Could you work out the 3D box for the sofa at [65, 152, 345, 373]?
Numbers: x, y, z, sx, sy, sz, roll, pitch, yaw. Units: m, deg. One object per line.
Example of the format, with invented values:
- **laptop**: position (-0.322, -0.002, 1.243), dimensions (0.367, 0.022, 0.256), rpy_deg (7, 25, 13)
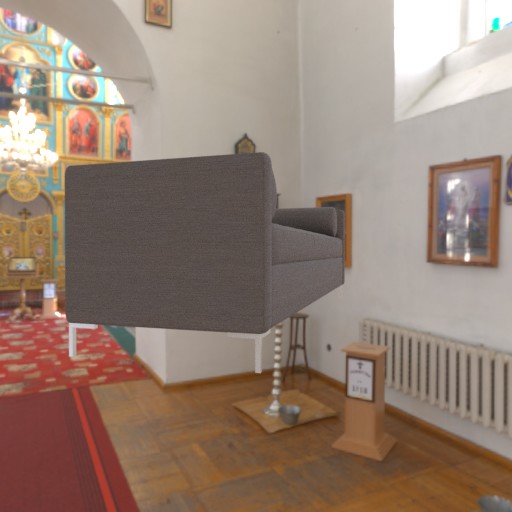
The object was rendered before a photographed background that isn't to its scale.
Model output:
- **sofa**: position (0.000, 0.000, 2.276), dimensions (0.686, 0.635, 1.981), rpy_deg (0, 1, 18)
